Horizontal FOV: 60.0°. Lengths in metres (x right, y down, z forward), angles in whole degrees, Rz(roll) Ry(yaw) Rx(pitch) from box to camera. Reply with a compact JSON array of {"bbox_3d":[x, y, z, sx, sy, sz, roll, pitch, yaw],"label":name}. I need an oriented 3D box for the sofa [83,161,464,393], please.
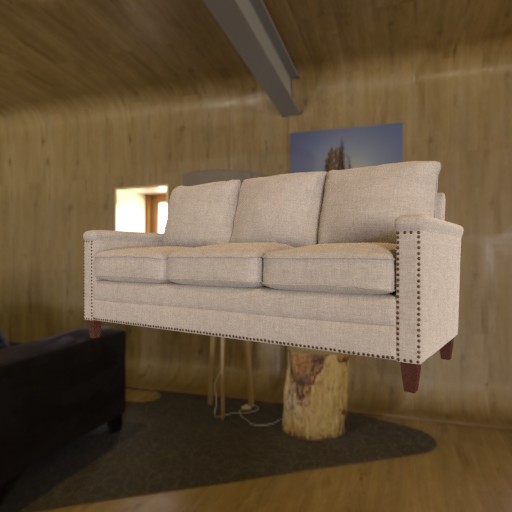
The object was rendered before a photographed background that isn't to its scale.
[{"bbox_3d":[0.000,0.000,2.375,1.925,0.959,0.828,0,0,34],"label":"sofa"}]
